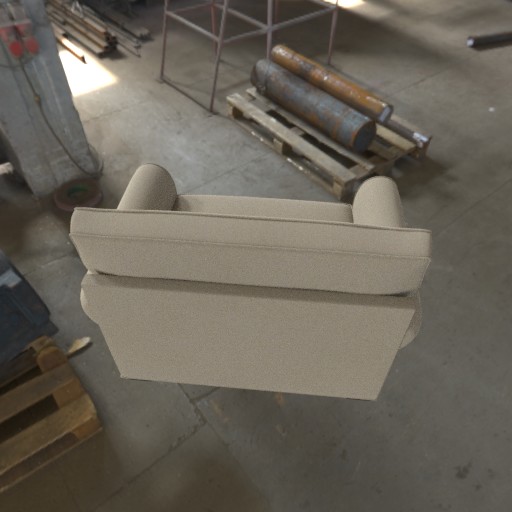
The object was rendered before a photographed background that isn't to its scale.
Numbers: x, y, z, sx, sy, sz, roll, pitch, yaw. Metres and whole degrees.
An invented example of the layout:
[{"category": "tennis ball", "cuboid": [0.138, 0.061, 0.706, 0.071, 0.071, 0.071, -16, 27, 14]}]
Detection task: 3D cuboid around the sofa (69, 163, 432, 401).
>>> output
[{"category": "sofa", "cuboid": [0.000, 0.000, 2.127, 1.405, 1.006, 0.937, 4, 47, 4]}]
